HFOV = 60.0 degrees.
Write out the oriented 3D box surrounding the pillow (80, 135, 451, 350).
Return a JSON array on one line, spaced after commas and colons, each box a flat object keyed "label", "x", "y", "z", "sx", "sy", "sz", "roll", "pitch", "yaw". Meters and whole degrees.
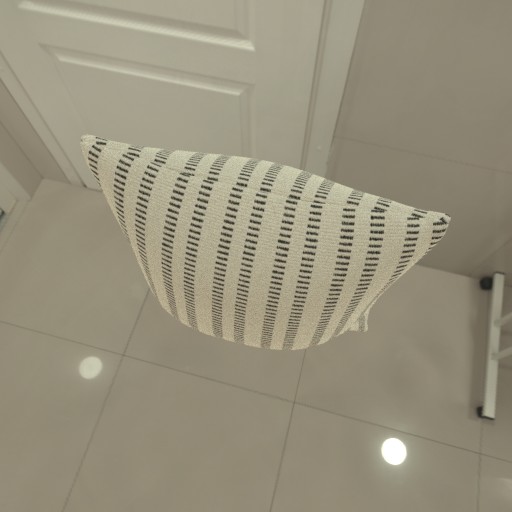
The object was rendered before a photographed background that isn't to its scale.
[{"label": "pillow", "x": 0.000, "y": 0.000, "z": 0.683, "sx": 0.438, "sy": 0.419, "sz": 0.247, "roll": 13, "pitch": 66, "yaw": 6}]
